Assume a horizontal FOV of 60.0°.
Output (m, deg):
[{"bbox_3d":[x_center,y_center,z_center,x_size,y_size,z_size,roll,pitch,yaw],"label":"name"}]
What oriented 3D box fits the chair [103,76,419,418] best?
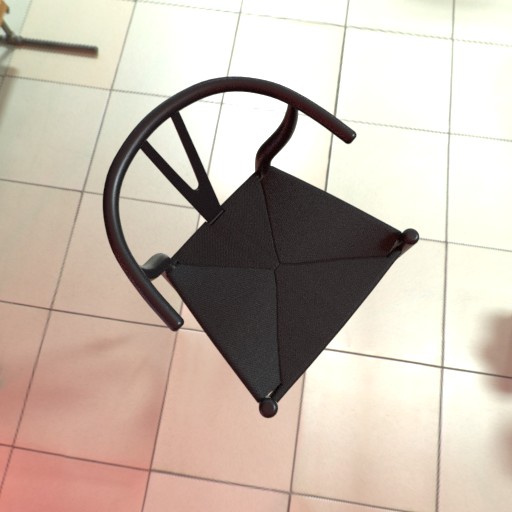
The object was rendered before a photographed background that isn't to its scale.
[{"bbox_3d":[0.000,0.000,1.171,0.579,0.730,0.569,40,78,10],"label":"chair"}]
